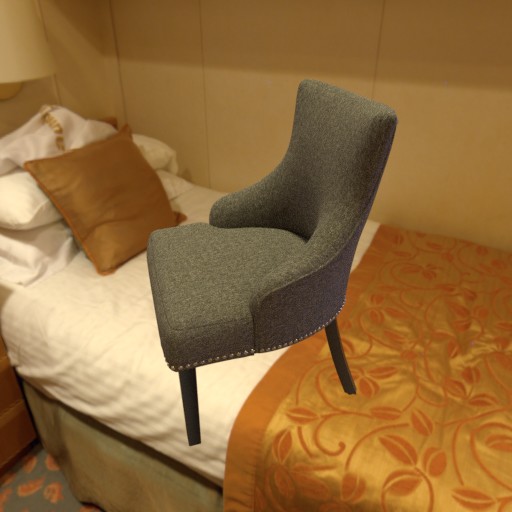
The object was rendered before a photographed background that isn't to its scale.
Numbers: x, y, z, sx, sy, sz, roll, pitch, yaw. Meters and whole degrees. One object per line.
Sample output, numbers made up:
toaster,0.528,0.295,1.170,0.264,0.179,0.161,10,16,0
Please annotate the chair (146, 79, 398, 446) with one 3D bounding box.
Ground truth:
chair,0.000,0.000,1.324,0.629,0.909,0.566,-8,31,-14
